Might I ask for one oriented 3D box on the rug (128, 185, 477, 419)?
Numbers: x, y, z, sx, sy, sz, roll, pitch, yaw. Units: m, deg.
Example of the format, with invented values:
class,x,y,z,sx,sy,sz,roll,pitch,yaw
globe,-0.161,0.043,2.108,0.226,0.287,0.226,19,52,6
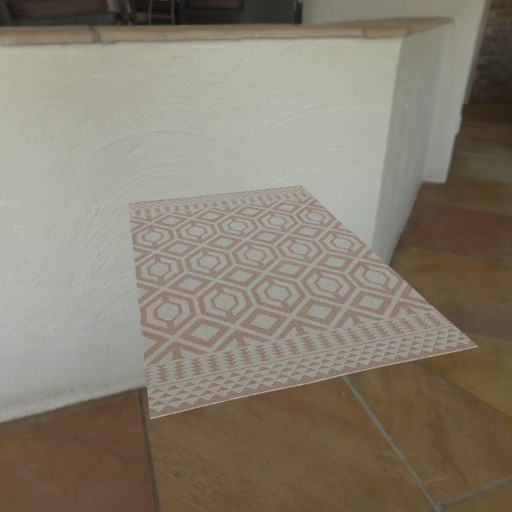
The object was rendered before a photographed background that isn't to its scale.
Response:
class,x,y,z,sx,sy,sz,roll,pitch,yaw
rug,0.000,0.000,2.299,1.219,0.008,1.829,-8,30,-14
